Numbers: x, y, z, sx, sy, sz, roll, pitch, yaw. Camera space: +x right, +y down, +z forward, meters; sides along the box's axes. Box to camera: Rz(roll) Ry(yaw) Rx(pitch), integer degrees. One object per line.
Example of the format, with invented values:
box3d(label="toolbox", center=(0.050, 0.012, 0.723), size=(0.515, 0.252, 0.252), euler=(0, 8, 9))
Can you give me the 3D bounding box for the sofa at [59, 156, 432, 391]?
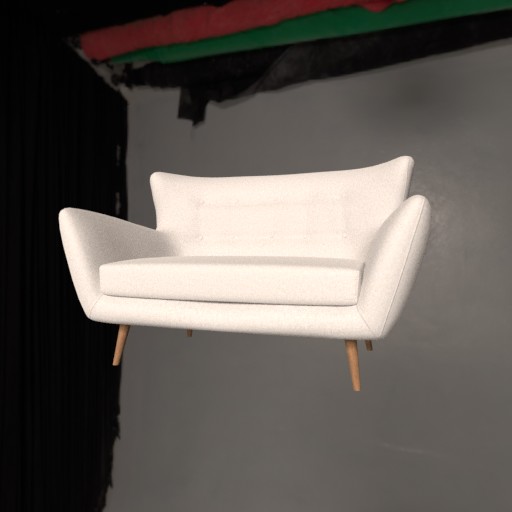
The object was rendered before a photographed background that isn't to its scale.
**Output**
box3d(label="sofa", center=(0.000, 0.000, 1.967), size=(1.424, 0.878, 0.921), euler=(0, 1, 19))
